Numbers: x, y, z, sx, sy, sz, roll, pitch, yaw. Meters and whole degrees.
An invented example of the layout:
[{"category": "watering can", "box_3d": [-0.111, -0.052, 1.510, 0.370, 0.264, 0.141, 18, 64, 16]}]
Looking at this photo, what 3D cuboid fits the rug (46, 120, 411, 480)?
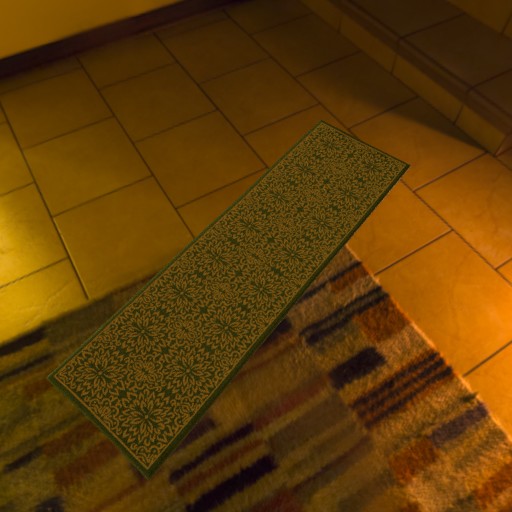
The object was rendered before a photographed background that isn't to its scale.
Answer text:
[{"category": "rug", "box_3d": [0.000, 0.000, 2.341, 0.662, 0.011, 2.196, 34, 63, 20]}]
